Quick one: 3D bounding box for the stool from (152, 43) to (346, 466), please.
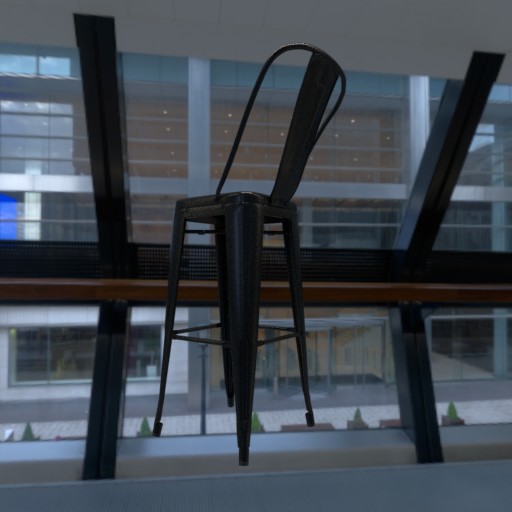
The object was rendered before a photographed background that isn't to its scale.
[{"bbox_3d":[0.000,0.000,1.355,0.513,1.096,0.399,-1,-2,36],"label":"stool"}]
